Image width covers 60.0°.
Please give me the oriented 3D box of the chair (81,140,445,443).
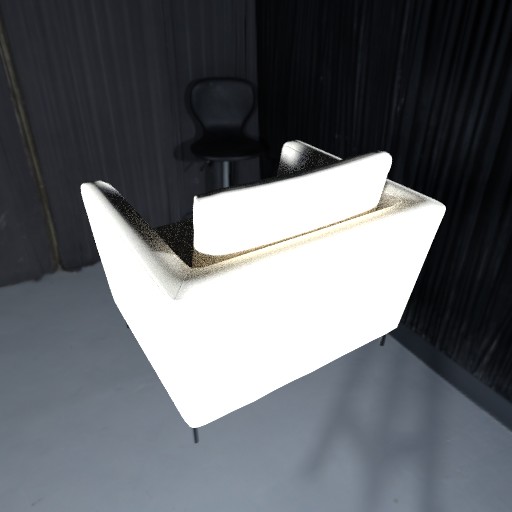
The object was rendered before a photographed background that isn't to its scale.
[{"bbox_3d":[0.000,0.000,1.726,1.041,0.865,0.889,-18,36,-27],"label":"chair"}]
